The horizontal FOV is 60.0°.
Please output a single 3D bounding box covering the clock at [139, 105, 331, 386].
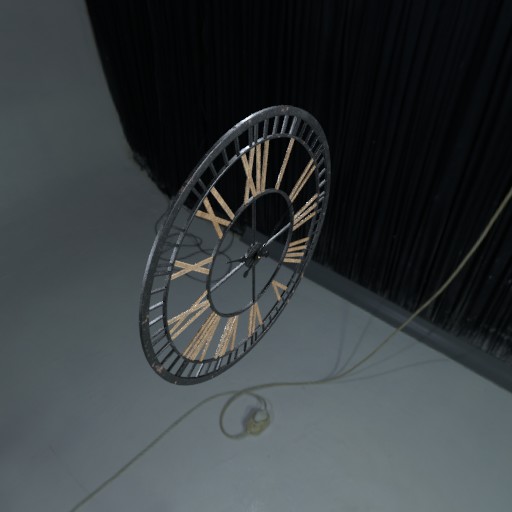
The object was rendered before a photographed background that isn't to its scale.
[{"bbox_3d":[0.000,0.000,1.283,0.025,0.843,0.843,27,48,27],"label":"clock"}]
